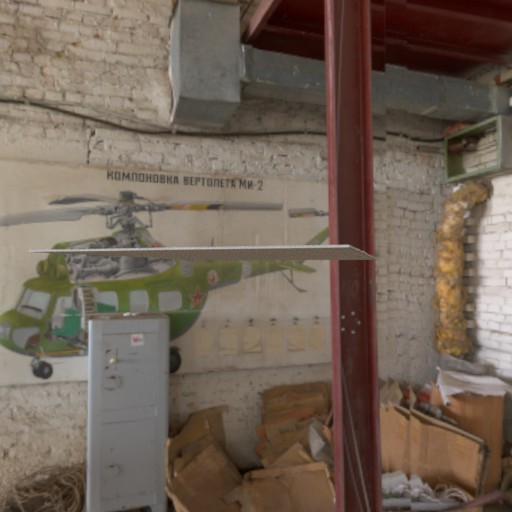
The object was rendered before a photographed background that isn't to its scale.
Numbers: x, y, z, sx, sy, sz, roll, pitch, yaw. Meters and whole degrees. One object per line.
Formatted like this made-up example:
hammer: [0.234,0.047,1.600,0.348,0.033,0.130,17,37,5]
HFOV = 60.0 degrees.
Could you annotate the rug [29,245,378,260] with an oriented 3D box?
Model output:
rug: [0.000,0.000,3.087,1.545,0.016,2.460,-1,-2,18]
